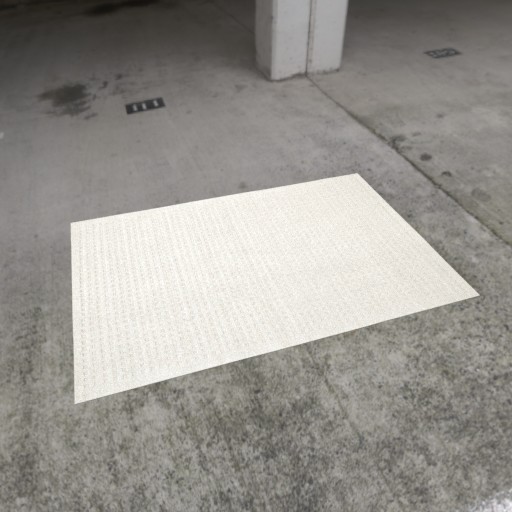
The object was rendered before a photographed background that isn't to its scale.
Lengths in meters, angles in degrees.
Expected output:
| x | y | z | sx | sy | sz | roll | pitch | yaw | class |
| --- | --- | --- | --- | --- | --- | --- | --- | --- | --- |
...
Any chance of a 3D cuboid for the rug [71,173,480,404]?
| x | y | z | sx | sy | sz | roll | pitch | yaw | class |
| --- | --- | --- | --- | --- | --- | --- | --- | --- | --- |
| 0.000 | 0.000 | 2.891 | 2.289 | 0.006 | 1.523 | -12 | 41 | -14 | rug |
